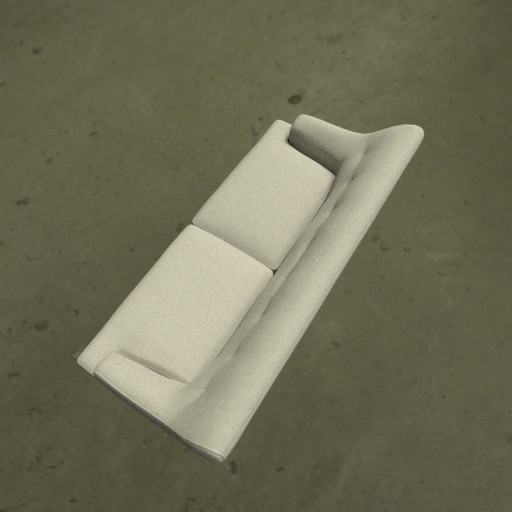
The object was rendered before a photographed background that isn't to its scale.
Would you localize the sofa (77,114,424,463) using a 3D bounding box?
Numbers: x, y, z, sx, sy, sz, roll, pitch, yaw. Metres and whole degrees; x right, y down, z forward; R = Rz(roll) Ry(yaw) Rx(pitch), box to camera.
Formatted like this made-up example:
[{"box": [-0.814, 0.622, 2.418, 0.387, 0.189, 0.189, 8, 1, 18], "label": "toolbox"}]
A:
[{"box": [0.000, 0.000, 2.542, 0.978, 0.871, 2.057, 30, 67, 14], "label": "sofa"}]
